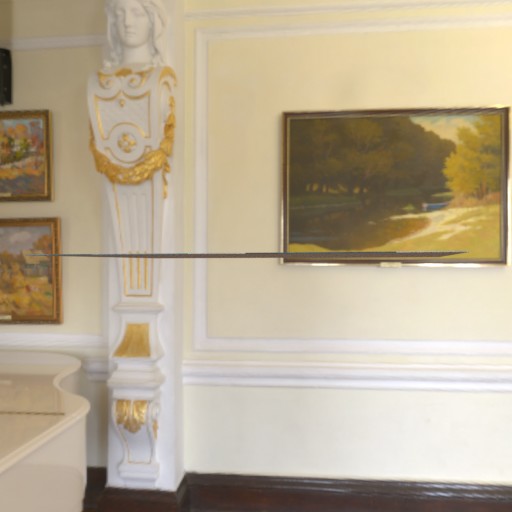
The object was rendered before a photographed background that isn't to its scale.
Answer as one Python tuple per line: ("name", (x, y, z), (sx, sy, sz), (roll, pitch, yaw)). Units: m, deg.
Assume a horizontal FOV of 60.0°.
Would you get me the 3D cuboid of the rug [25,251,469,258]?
("rug", (0.000, 0.000, 2.998), (2.420, 0.005, 1.528), (0, -1, 18))
